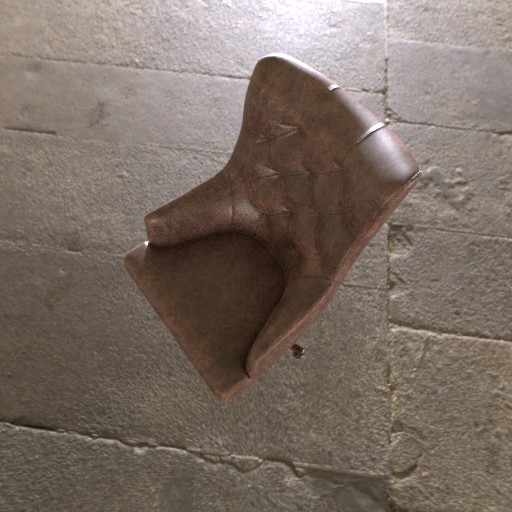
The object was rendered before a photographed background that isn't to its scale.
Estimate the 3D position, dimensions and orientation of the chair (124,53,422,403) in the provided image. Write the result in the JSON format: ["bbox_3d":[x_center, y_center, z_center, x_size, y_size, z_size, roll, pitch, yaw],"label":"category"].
[{"bbox_3d":[0.000,0.000,1.539,0.762,1.035,0.641,-34,68,-16],"label":"chair"}]
